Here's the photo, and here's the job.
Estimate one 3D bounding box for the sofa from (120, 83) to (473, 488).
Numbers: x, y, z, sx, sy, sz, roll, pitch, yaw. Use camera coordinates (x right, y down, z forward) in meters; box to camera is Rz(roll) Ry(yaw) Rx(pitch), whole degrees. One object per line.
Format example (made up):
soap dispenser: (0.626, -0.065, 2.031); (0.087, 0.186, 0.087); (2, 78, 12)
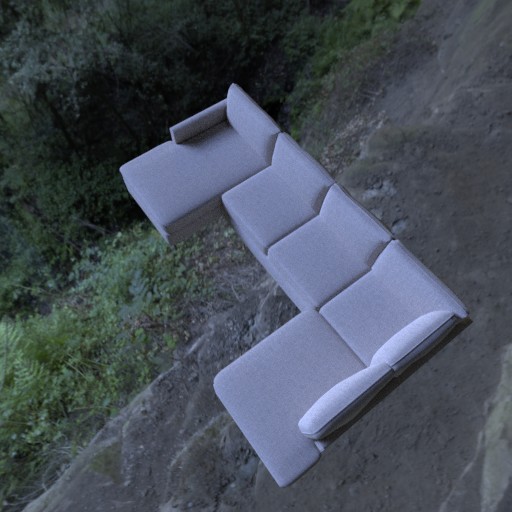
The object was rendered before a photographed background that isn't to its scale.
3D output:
sofa: (0.000, 0.000, 4.218); (2.021, 0.996, 3.423); (-33, 67, -16)
